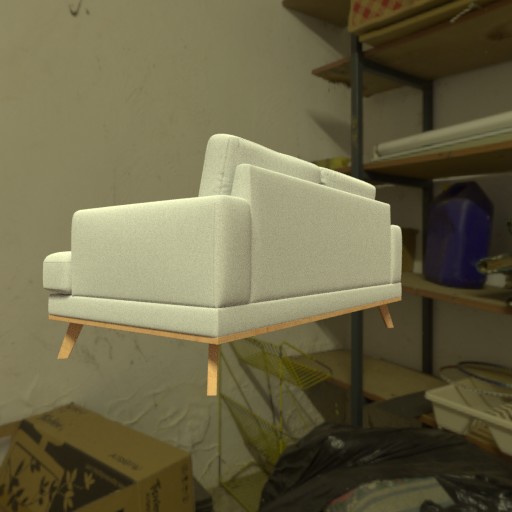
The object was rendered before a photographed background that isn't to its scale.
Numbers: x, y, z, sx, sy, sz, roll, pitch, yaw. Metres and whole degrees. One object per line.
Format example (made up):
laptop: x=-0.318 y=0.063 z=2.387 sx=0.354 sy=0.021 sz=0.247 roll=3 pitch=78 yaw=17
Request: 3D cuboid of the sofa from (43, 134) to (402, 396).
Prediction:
sofa: x=0.000 y=0.000 z=2.132 sx=0.915 sy=0.810 sz=1.651 roll=0 pitch=0 yaw=36
